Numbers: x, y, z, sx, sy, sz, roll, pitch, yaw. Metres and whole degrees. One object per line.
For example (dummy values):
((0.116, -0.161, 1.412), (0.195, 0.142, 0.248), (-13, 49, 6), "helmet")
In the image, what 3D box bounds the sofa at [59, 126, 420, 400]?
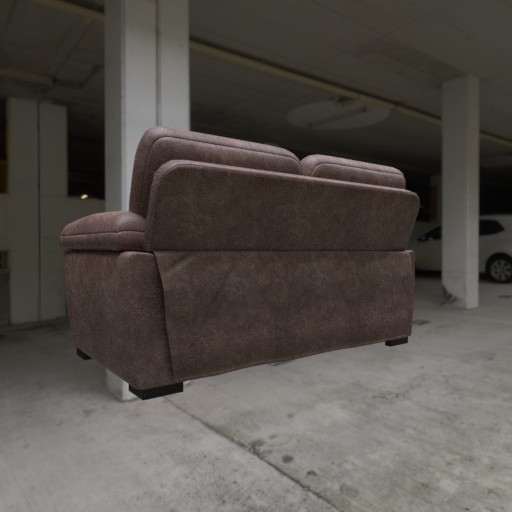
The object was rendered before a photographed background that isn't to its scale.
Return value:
((0.000, 0.000, 2.352), (1.753, 0.991, 0.991), (-1, 1, -37), "sofa")
